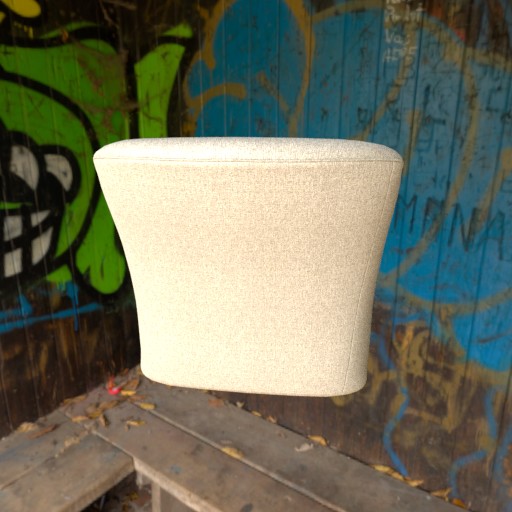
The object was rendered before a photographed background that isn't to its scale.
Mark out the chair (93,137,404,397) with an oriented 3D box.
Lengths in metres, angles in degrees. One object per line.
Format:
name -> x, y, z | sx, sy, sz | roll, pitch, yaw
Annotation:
chair -> 0.000, 0.000, 1.614 | 0.864, 0.856, 0.923 | 2, 16, 7
